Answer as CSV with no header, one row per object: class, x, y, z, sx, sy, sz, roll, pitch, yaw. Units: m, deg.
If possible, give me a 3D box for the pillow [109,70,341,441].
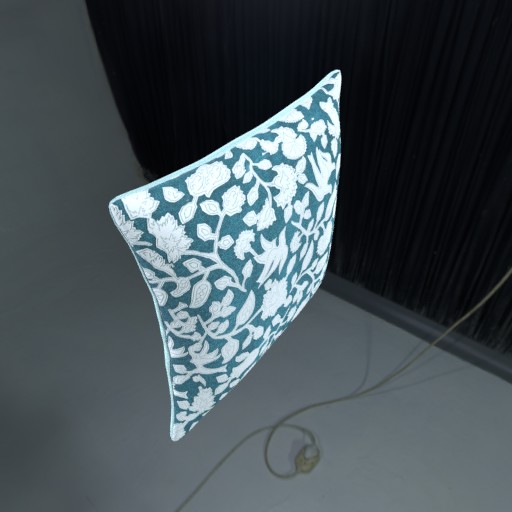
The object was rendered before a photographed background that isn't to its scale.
pillow,0.000,0.000,0.793,0.166,0.508,0.525,25,47,26
